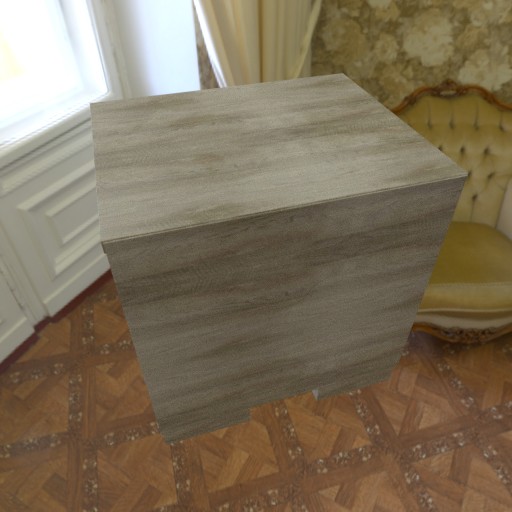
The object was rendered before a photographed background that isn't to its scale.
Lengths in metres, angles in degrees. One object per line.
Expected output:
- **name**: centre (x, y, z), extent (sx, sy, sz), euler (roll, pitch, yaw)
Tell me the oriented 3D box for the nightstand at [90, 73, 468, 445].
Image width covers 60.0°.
- **nightstand**: centre (0.000, 0.000, 0.754), extent (0.427, 0.448, 0.347), euler (-12, 43, -13)
